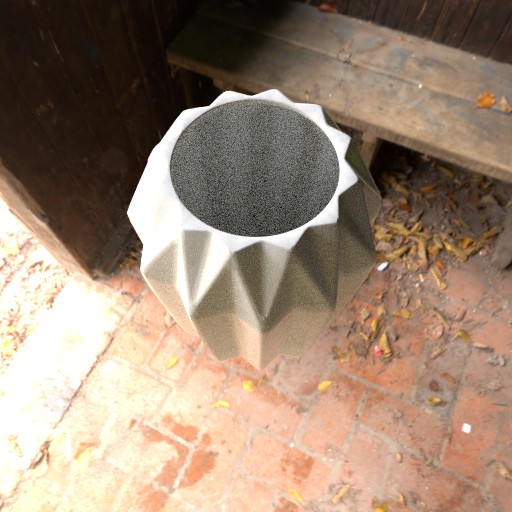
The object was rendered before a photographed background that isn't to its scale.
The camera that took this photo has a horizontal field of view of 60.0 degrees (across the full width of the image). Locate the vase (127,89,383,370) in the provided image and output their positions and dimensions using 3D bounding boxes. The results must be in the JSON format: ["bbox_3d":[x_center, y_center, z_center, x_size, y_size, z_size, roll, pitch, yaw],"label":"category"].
[{"bbox_3d":[0.000,0.000,0.410,0.195,0.275,0.195,0,64,0],"label":"vase"}]
